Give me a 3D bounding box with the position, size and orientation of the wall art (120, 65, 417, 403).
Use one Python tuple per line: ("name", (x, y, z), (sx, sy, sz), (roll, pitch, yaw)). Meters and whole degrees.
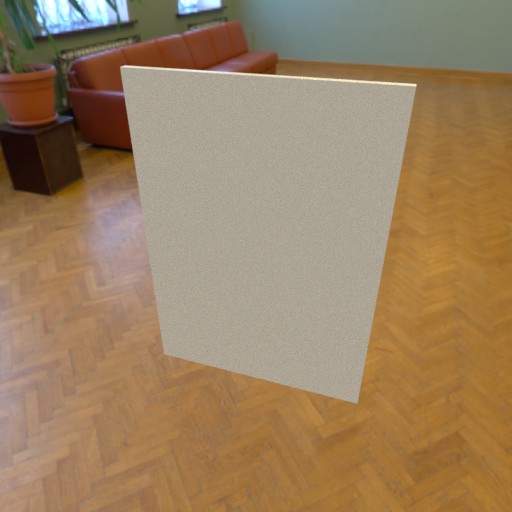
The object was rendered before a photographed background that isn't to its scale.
("wall art", (0.000, 0.000, 0.693), (0.381, 0.533, 0.013), (10, 34, 15))
